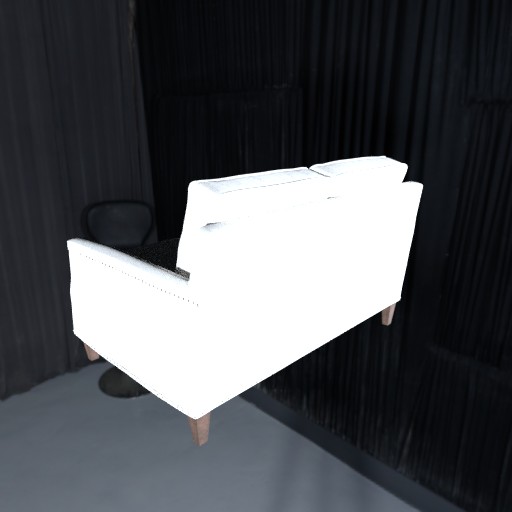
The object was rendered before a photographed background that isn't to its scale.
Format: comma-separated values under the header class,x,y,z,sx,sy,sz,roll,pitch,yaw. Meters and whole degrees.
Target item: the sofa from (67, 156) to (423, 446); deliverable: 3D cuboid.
class,x,y,z,sx,sy,sz,roll,pitch,yaw
sofa,0.000,0.000,2.333,1.084,1.003,1.597,16,24,42
